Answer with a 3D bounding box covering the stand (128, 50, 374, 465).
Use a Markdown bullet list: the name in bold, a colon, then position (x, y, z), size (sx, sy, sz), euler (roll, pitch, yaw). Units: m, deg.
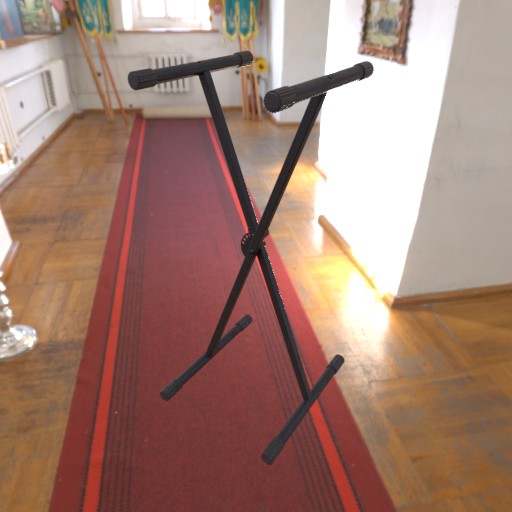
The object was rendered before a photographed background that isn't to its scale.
- **stand**: position (0.000, 0.000, 1.179), size (0.409, 0.940, 0.449), euler (20, 37, 29)
